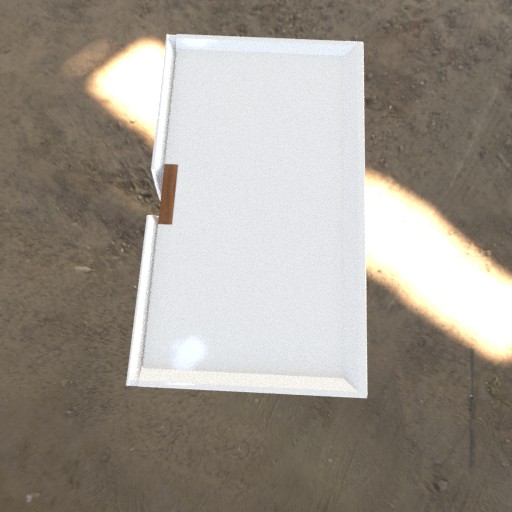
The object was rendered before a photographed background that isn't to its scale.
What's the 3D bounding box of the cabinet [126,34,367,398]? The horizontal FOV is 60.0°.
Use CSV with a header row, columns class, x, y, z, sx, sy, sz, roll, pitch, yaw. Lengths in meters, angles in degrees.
class,x,y,z,sx,sy,sz,roll,pitch,yaw
cabinet,0.000,0.000,1.072,0.344,0.772,0.591,3,76,1
